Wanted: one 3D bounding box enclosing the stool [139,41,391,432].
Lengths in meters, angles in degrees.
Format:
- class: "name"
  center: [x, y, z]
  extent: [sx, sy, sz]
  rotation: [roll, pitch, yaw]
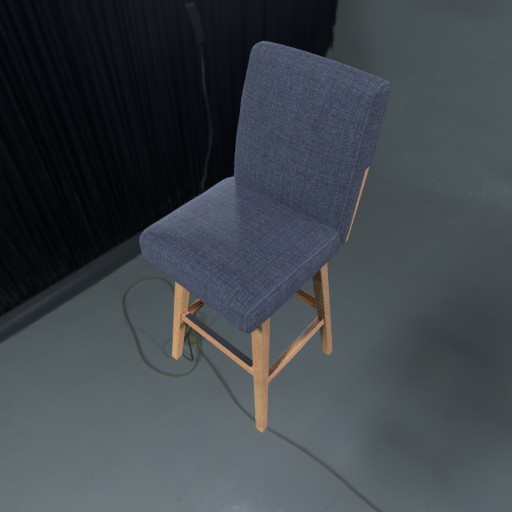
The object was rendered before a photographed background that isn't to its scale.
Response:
- class: "stool"
  center: [0.000, 0.000, 1.428]
  extent: [0.483, 1.112, 0.570]
  rotation: [32, 54, 27]
